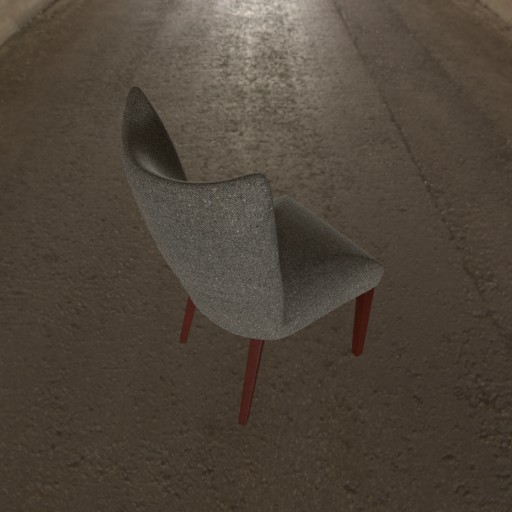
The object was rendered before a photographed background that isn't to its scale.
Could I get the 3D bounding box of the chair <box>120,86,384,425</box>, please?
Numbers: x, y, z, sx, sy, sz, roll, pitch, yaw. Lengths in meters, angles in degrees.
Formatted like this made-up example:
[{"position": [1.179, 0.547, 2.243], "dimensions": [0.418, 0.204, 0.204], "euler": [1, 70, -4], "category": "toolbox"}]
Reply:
[{"position": [0.000, 0.000, 1.304], "dimensions": [0.623, 0.924, 0.535], "euler": [-26, 48, -26], "category": "chair"}]
